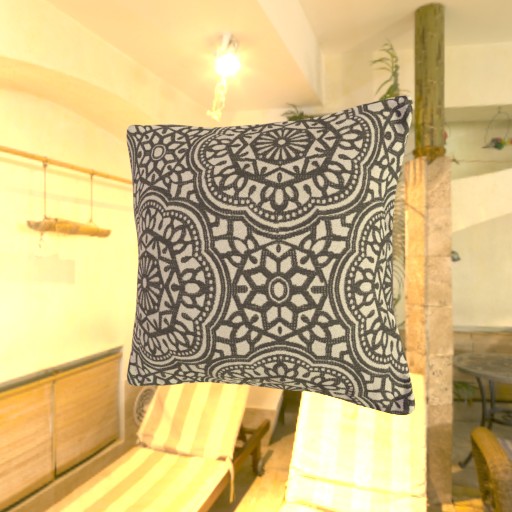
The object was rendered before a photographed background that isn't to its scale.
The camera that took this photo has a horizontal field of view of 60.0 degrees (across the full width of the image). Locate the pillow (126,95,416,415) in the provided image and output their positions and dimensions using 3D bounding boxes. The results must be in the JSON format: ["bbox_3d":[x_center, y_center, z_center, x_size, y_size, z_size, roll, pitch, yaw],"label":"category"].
[{"bbox_3d":[0.000,0.000,0.642,0.436,0.417,0.148,0,0,18],"label":"pillow"}]
